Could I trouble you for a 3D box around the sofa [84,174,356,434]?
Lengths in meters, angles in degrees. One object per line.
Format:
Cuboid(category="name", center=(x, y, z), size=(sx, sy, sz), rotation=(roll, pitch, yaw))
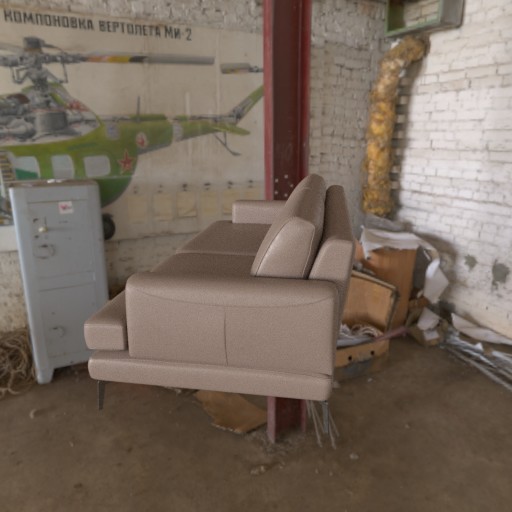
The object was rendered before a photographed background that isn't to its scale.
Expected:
Cuboid(category="sofa", center=(0.000, 0.000, 2.437), size=(0.974, 0.765, 1.940), rotation=(3, 16, 9))
